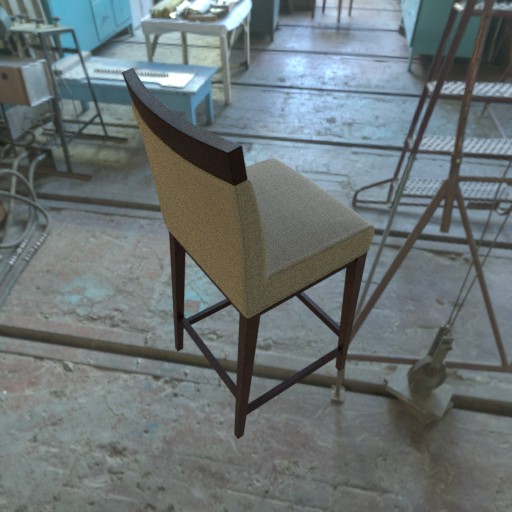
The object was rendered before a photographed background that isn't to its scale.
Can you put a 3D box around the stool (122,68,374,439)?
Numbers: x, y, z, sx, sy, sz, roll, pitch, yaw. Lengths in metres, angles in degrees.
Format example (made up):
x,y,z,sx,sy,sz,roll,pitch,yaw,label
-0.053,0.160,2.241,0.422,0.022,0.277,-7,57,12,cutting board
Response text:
x,y,z,sx,sy,sz,roll,pitch,yaw,label
0.000,0.000,1.287,0.480,1.011,0.463,-25,48,-25,stool
